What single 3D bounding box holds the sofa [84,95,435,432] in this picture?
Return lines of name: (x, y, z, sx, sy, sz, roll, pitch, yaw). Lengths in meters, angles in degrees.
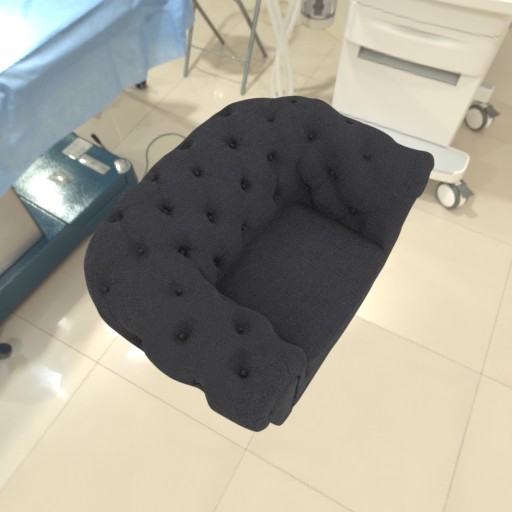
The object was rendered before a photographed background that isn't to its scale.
sofa: (0.000, 0.000, 2.060, 1.032, 0.878, 1.405, 31, 63, 18)
